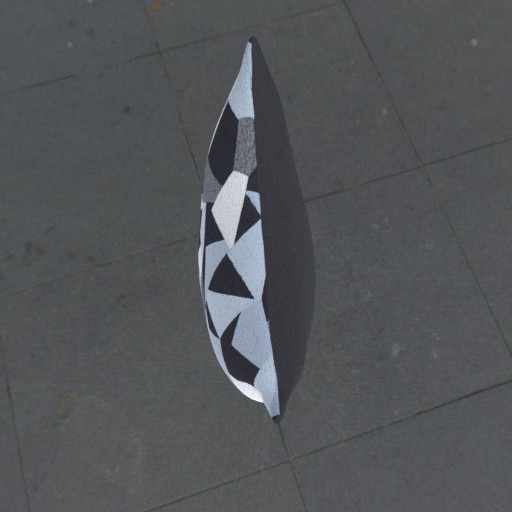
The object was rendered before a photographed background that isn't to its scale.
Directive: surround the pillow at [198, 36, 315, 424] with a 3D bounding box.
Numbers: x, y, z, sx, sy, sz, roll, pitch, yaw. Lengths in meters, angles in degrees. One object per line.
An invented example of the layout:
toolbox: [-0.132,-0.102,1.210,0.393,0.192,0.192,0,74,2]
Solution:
pillow: [0.000,0.000,0.766,0.208,0.496,0.503,-3,75,-1]
